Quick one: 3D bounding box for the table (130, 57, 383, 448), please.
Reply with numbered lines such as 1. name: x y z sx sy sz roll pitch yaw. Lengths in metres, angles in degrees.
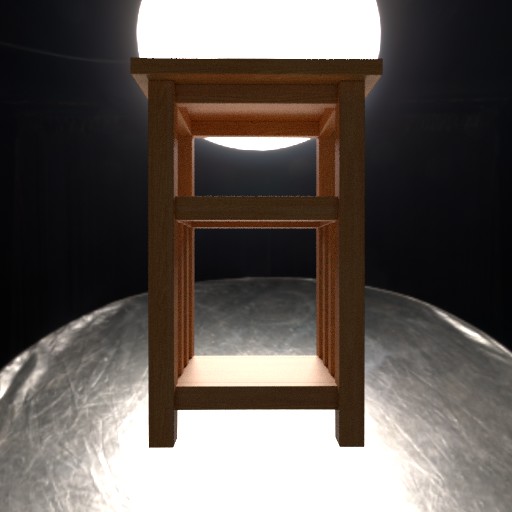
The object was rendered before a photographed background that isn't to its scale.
1. table: 0.000 0.000 0.749 0.350 0.550 0.270 0 0 -1
